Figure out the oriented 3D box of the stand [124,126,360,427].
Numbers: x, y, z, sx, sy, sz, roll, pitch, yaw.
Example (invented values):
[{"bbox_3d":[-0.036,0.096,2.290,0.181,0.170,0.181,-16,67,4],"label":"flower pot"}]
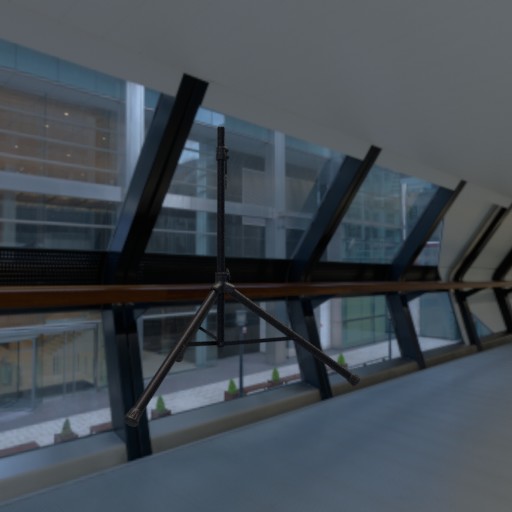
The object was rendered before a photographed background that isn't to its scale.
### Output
[{"bbox_3d":[0.000,0.000,1.946,0.907,1.136,1.045,0,-2,0],"label":"stand"}]
